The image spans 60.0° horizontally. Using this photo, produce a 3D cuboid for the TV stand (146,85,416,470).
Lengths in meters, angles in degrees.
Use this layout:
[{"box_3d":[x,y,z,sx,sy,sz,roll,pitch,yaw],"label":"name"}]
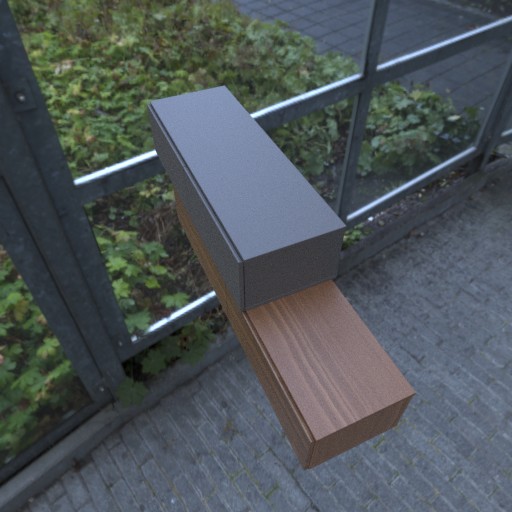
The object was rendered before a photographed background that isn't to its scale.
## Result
[{"box_3d":[0.000,0.000,1.565,0.329,0.591,1.336,-18,50,-16],"label":"TV stand"}]
